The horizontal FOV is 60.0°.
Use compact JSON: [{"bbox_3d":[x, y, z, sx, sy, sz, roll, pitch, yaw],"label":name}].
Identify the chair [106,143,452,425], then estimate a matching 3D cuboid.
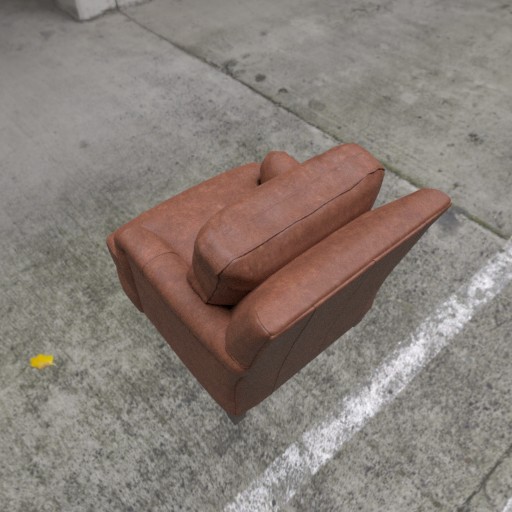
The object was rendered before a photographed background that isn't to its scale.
[{"bbox_3d":[0.000,0.000,2.010,0.986,1.055,1.158,-32,55,-26],"label":"chair"}]
